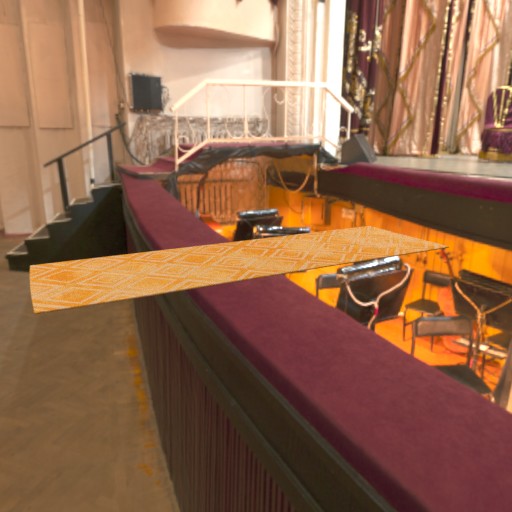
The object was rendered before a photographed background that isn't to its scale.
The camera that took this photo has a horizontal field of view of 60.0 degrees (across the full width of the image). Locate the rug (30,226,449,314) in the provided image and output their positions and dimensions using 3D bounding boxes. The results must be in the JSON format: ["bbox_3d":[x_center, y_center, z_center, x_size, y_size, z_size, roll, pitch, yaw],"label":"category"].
[{"bbox_3d":[0.000,0.000,2.664,2.438,0.010,0.775,-8,17,-26],"label":"rug"}]
